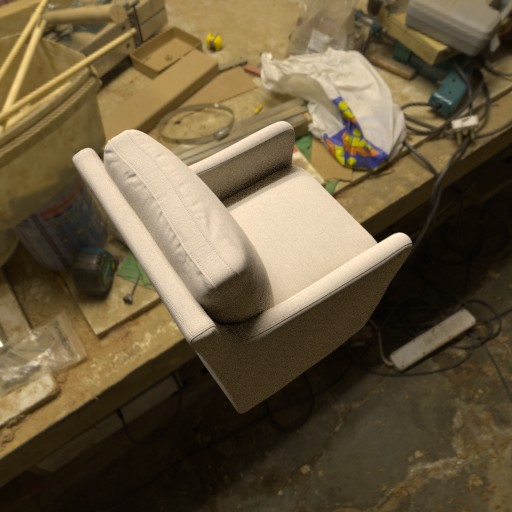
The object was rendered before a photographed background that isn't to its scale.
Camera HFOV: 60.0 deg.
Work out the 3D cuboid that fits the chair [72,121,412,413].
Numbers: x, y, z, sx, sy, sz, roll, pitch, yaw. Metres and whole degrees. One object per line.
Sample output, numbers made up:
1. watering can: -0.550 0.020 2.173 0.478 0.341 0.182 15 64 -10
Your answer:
1. chair: 0.000 0.000 1.385 0.694 0.914 0.626 -31 63 -17
